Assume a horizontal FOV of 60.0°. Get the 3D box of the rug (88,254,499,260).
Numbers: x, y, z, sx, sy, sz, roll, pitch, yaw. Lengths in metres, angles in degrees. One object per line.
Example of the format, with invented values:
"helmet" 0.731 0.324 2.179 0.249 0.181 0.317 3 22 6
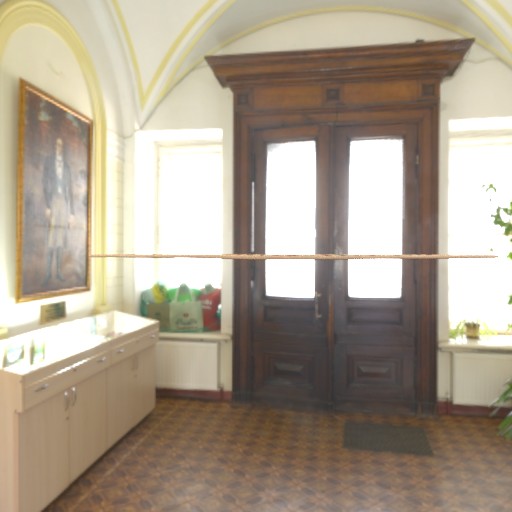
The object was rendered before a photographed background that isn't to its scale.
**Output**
"rug" 0.000 0.000 2.979 1.521 0.023 2.464 0 0 -36
